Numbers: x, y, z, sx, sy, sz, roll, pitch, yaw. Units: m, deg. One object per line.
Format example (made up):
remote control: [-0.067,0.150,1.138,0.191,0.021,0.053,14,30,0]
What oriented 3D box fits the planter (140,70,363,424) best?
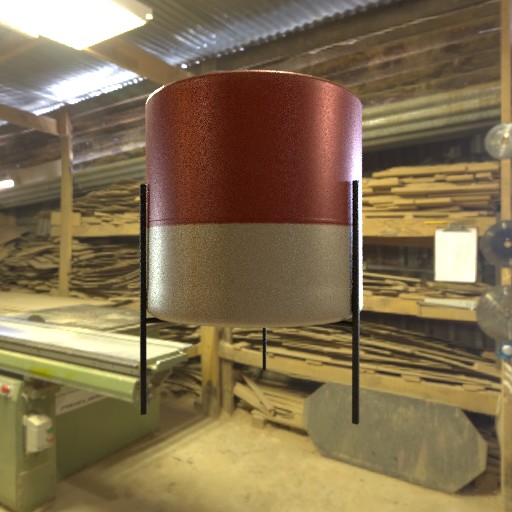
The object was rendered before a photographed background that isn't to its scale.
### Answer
planter: [0.000,0.000,0.718,0.354,0.465,0.345,0,1,37]
